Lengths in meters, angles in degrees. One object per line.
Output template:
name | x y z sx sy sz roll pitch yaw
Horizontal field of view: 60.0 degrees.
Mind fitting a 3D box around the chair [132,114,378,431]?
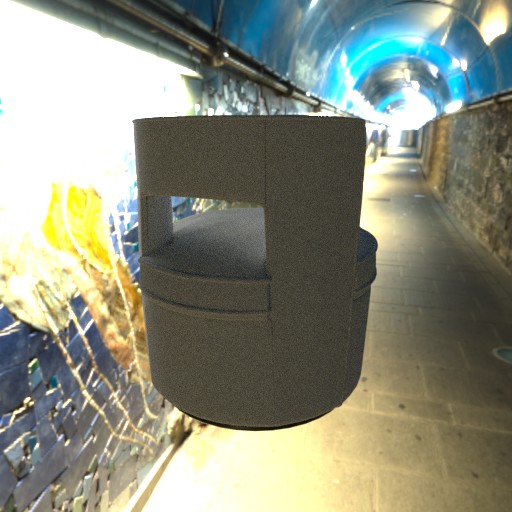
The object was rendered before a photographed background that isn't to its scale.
chair | 0.000 0.000 1.228 0.650 0.723 0.665 8 17 27
